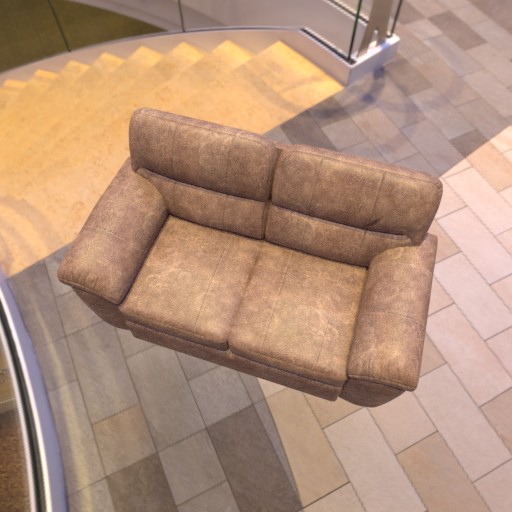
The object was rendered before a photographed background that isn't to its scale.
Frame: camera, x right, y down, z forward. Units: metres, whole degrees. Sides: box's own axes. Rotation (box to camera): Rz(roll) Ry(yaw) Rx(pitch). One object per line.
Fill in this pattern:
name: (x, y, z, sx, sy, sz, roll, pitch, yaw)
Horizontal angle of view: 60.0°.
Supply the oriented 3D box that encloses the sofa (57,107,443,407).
sofa: (0.000, 0.000, 2.328, 1.753, 0.991, 0.991, 16, 61, 9)
